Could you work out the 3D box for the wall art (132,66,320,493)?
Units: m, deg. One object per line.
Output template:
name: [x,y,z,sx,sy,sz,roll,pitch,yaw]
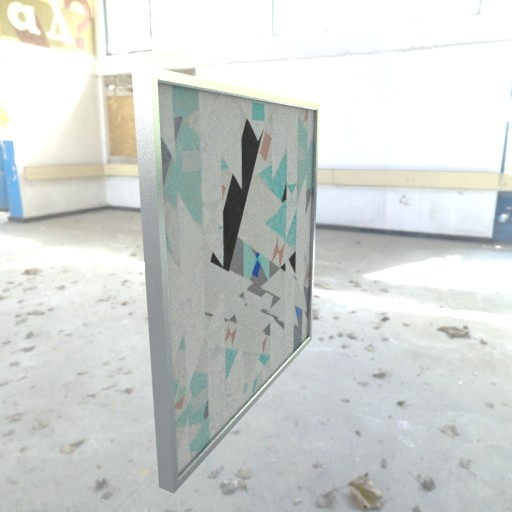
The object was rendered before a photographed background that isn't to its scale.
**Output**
wall art: [0.000,0.000,1.155,0.038,0.806,0.806,7,16,26]
